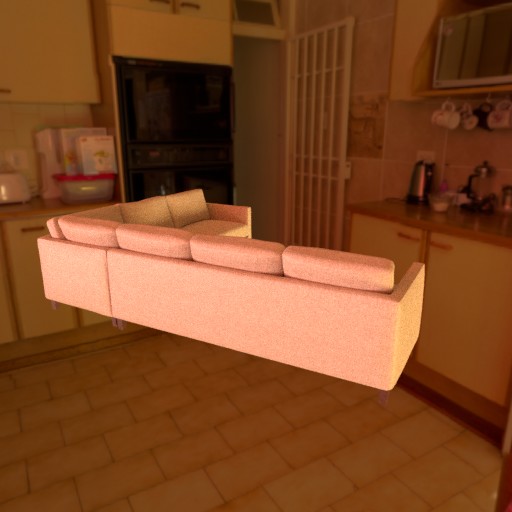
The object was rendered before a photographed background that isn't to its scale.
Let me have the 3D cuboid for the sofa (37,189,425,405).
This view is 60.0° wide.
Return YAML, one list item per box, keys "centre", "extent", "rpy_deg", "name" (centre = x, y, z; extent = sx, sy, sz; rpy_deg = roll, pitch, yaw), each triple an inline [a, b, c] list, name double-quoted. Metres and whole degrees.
- centre: [0.000, 0.000, 4.446]
  extent: [3.333, 0.934, 2.522]
  rpy_deg: [9, 18, 28]
  name: "sofa"
